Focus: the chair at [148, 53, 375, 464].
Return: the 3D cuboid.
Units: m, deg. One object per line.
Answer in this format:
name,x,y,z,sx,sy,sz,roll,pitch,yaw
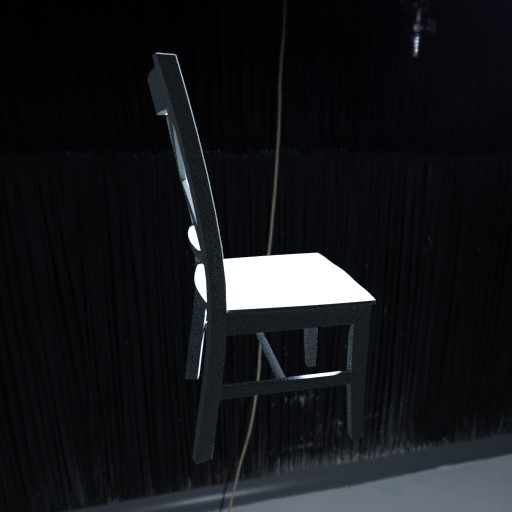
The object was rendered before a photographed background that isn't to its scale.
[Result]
chair,0.000,0.000,1.267,0.542,0.983,0.485,-3,17,-11
